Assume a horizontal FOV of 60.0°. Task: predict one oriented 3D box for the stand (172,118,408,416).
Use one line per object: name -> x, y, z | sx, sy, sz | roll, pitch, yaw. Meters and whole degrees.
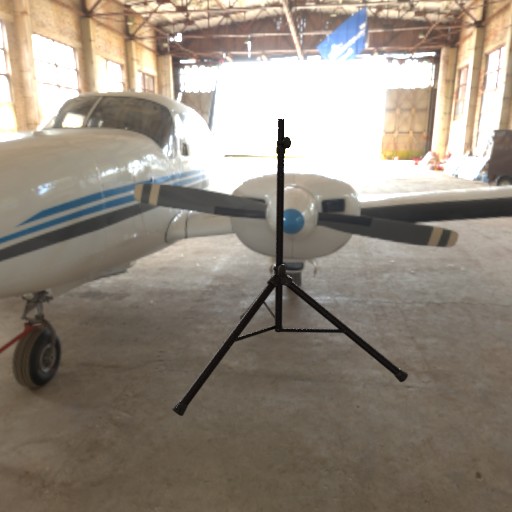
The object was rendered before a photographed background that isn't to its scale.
stand -> 0.000, 0.000, 1.896 | 0.907, 1.136, 1.045 | -14, 20, -43
